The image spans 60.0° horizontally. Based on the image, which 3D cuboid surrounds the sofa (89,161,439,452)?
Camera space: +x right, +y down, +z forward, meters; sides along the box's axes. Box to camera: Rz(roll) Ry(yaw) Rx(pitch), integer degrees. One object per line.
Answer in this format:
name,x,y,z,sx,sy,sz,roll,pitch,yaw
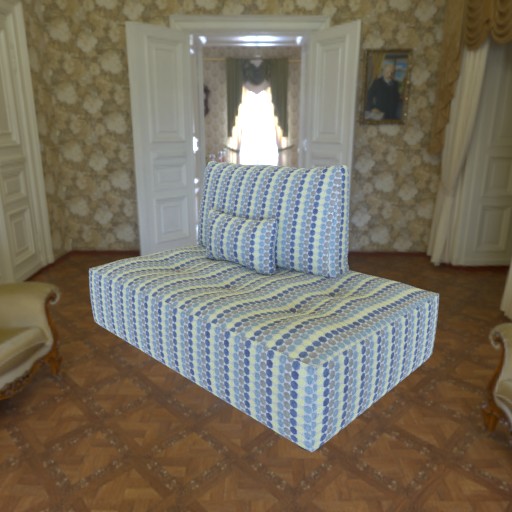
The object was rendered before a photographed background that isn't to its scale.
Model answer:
sofa,0.000,0.000,2.065,1.450,0.820,1.000,14,21,42
